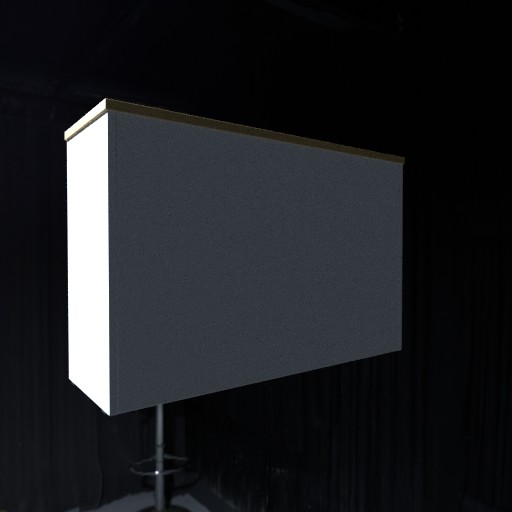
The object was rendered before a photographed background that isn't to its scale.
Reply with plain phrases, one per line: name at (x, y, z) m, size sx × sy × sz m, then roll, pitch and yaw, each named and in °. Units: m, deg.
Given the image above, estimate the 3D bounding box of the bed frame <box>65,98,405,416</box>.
bed frame at (0.000, 0.000, 1.730) m, size 1.300 × 0.850 × 0.430 m, roll -1°, pitch 1°, yaw -37°
